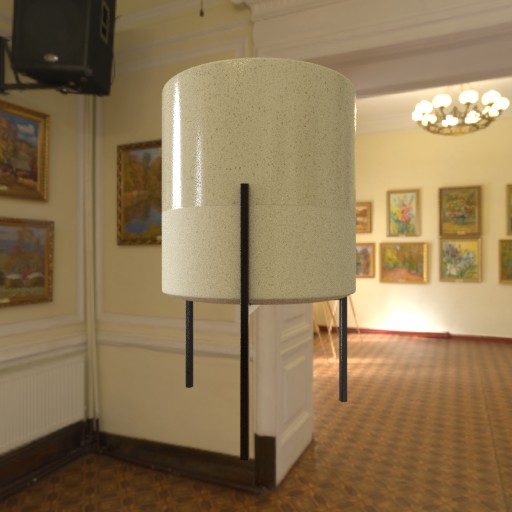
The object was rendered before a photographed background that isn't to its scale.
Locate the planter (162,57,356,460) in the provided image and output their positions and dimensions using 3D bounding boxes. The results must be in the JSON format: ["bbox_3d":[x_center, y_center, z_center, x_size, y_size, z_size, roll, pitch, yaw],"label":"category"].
[{"bbox_3d":[0.000,0.000,0.551,0.243,0.390,0.234,0,0,37],"label":"planter"}]
